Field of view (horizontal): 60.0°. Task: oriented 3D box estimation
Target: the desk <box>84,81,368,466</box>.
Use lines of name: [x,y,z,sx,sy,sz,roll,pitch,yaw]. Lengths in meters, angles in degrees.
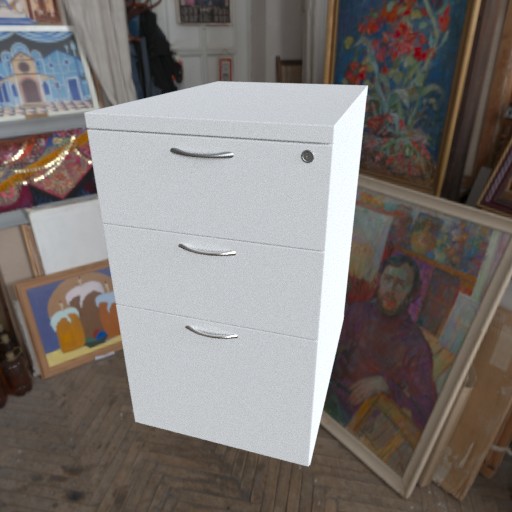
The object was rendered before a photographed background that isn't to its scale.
desk: [0.000,0.000,1.071,0.404,0.730,0.600,8,27,15]
